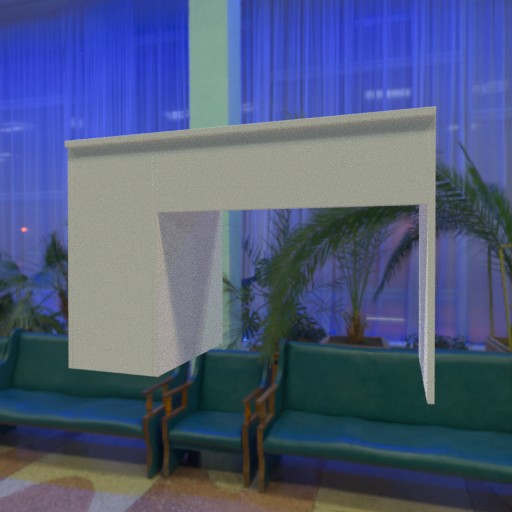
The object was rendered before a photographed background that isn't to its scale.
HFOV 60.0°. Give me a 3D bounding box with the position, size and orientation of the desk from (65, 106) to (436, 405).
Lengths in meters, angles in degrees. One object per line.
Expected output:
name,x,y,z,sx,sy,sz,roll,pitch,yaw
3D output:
desk,0.000,0.000,1.506,1.096,0.730,0.560,0,1,18
